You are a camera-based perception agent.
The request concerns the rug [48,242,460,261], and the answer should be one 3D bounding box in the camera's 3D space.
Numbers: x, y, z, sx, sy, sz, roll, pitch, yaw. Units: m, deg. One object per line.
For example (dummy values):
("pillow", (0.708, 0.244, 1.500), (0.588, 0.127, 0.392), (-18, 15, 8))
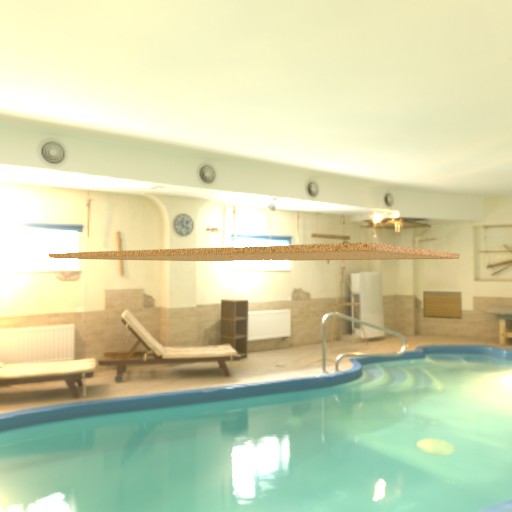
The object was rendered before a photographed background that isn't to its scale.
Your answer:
("rug", (0.000, 0.000, 2.132), (1.600, 0.025, 1.199), (-1, -2, 35))
